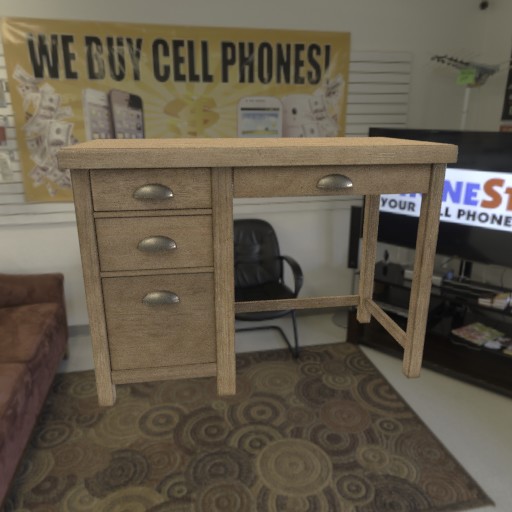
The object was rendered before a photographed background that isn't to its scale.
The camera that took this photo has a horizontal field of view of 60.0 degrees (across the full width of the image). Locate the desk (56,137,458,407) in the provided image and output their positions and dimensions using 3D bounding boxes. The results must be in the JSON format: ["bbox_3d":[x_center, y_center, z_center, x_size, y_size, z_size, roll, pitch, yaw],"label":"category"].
[{"bbox_3d":[0.000,0.000,1.823,1.289,0.912,0.610,-3,18,-8],"label":"desk"}]
